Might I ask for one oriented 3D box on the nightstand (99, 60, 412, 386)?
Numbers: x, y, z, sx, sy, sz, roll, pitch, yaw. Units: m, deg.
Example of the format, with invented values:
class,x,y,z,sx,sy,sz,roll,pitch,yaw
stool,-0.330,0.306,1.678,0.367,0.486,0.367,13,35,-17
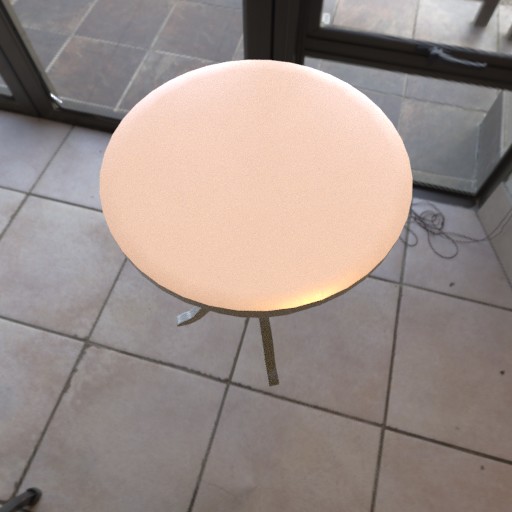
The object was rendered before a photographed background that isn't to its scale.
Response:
class,x,y,z,sx,sy,sz,roll,pitch,yaw
nightstand,0.000,0.000,1.023,0.513,0.653,0.513,-3,63,-1
